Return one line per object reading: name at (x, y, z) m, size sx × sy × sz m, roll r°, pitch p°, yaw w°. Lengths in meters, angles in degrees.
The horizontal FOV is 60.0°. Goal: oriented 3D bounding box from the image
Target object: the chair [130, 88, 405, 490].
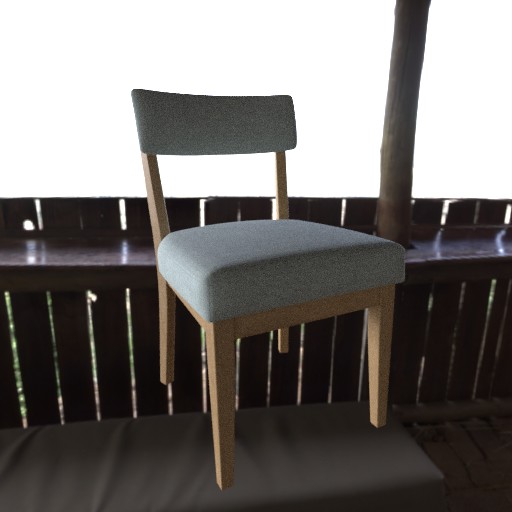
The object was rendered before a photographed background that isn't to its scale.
chair at (0.000, 0.000, 1.148) m, size 0.508 × 0.832 × 0.572 m, roll -8°, pitch 18°, yaw -27°
